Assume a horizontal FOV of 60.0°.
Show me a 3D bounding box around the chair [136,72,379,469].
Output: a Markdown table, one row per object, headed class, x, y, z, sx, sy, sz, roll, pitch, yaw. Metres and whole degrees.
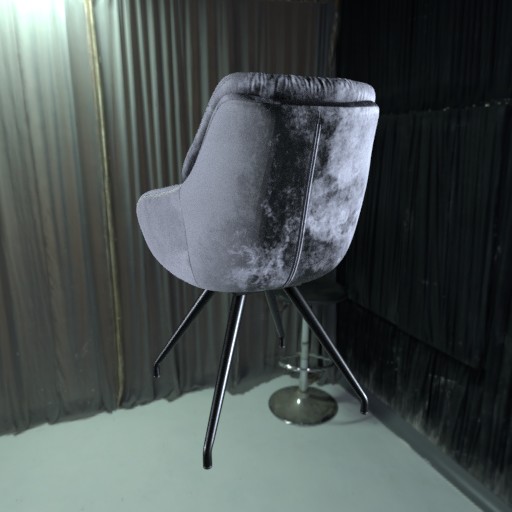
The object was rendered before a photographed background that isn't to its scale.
| class | x | y | z | sx | sy | sz | roll | pitch | yaw |
| --- | --- | --- | --- | --- | --- | --- | --- | --- | --- |
| chair | 0.000 | 0.000 | 1.238 | 0.579 | 0.888 | 0.569 | -7 | 16 | -26 |
